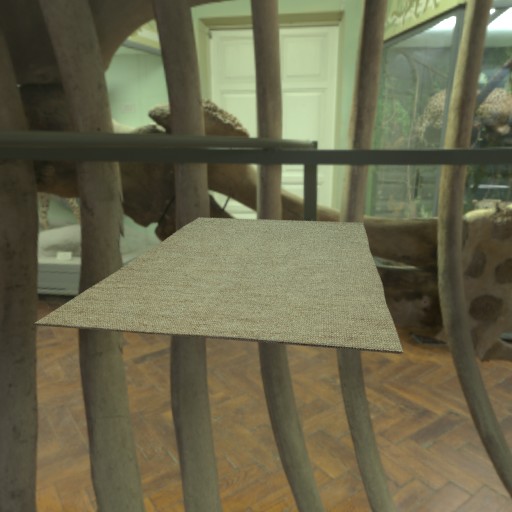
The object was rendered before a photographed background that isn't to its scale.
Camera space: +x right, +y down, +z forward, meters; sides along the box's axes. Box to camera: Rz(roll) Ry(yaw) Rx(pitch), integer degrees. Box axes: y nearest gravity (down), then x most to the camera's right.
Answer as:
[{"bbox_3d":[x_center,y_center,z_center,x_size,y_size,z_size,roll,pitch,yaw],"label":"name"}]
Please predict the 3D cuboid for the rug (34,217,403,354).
[{"bbox_3d":[0.000,0.000,2.930,1.533,0.011,2.439,3,16,9],"label":"rug"}]
